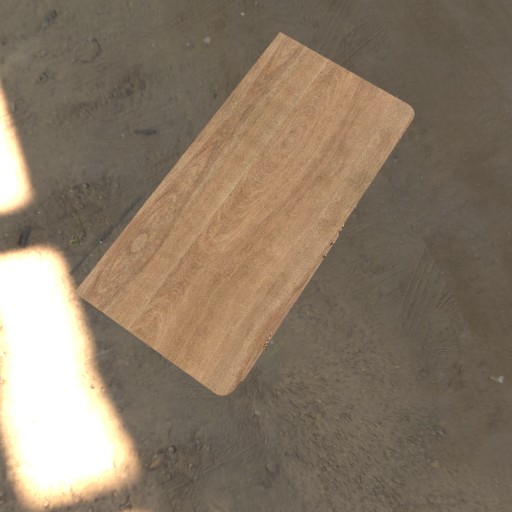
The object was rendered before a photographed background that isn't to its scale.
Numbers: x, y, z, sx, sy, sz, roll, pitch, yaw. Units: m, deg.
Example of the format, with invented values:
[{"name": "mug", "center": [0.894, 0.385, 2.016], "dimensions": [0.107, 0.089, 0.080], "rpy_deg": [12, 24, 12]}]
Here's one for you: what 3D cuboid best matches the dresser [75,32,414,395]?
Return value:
[{"name": "dresser", "center": [0.000, 0.000, 1.858], "dimensions": [0.484, 1.318, 0.973], "rpy_deg": [33, 78, 8]}]
